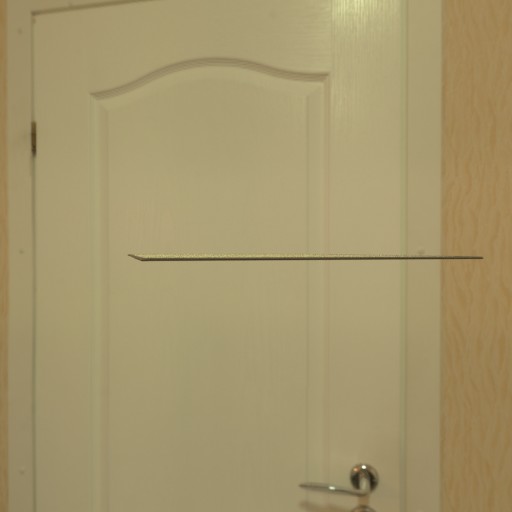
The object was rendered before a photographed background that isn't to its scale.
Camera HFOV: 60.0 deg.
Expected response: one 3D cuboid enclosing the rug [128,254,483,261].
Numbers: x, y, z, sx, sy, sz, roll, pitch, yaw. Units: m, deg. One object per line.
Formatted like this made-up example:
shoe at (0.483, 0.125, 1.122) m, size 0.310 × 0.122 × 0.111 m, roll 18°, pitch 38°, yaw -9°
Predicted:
rug at (0.000, 0.000, 2.807) m, size 1.523 × 0.012 × 2.133 m, roll 0°, pitch 1°, yaw -17°
